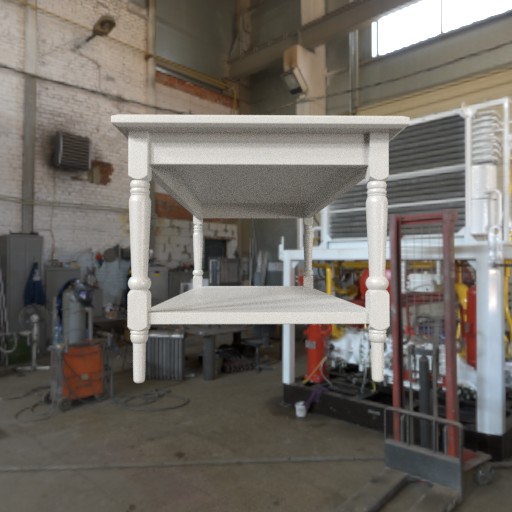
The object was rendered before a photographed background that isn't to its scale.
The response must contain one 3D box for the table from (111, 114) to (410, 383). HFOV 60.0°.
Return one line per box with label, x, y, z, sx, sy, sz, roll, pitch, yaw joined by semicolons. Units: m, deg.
table;0.000;0.000;1.366;0.551;0.506;1.109;0;-1;-1
